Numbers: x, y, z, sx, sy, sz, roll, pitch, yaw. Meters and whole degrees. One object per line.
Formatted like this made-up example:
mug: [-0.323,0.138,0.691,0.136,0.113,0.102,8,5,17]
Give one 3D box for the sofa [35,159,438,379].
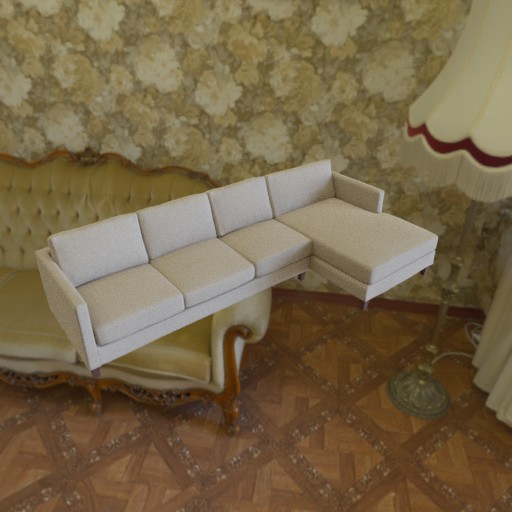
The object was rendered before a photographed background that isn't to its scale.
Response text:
sofa: [0.000,0.000,3.894,3.186,0.861,1.625,-22,37,-32]
